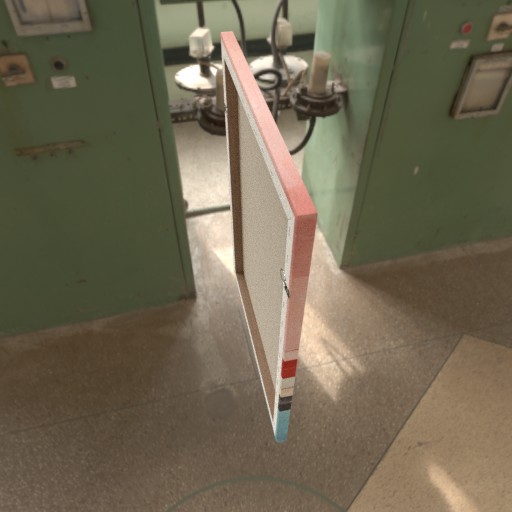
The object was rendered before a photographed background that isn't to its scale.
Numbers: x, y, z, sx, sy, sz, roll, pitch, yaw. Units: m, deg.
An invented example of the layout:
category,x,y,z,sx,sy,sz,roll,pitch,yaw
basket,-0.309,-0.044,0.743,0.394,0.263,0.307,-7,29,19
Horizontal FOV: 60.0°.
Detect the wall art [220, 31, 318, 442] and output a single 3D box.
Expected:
category,x,y,z,sx,sy,sz,roll,pitch,yaw
wall art,0.000,0.000,1.345,0.039,1.016,0.761,-9,48,-8
